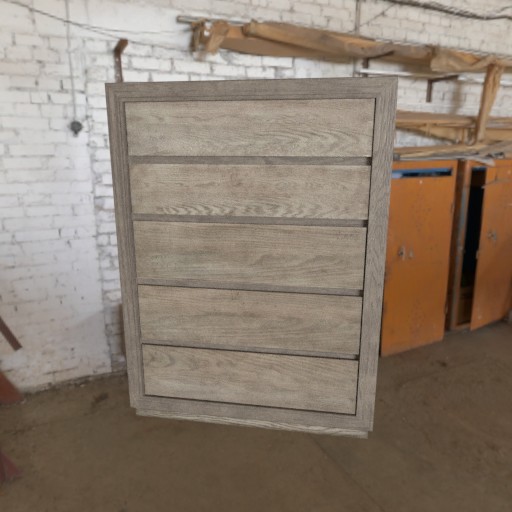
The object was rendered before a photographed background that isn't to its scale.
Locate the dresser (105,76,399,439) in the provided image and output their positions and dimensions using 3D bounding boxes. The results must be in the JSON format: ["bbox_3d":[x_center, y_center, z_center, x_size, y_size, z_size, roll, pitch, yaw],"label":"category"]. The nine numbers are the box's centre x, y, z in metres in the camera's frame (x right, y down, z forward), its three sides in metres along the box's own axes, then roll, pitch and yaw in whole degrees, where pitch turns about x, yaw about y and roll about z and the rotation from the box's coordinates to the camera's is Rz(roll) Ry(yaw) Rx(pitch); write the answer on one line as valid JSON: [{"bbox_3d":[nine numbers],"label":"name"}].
[{"bbox_3d":[0.000,0.000,1.820,0.967,1.295,0.483,2,14,9],"label":"dresser"}]
